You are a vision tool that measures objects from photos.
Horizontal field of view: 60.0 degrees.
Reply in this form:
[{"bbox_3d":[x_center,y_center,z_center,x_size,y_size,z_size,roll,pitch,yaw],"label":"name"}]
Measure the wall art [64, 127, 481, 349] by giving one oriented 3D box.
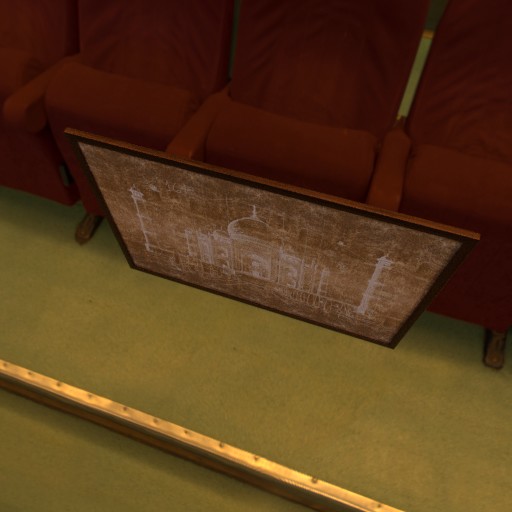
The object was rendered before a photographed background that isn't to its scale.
[{"bbox_3d":[0.000,0.000,1.069,0.816,0.559,0.014,16,60,10],"label":"wall art"}]
